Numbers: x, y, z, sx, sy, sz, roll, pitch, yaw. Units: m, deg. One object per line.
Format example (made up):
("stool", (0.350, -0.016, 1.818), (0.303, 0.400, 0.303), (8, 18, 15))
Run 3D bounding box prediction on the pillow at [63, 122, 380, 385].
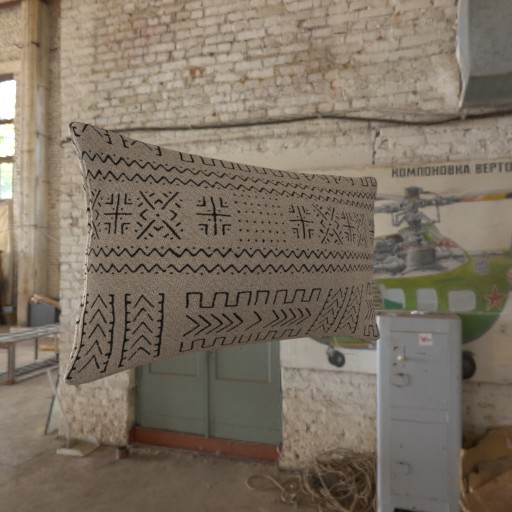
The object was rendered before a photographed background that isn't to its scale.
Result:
("pillow", (0.000, 0.000, 0.774), (0.637, 0.352, 0.188), (1, -2, -36))
